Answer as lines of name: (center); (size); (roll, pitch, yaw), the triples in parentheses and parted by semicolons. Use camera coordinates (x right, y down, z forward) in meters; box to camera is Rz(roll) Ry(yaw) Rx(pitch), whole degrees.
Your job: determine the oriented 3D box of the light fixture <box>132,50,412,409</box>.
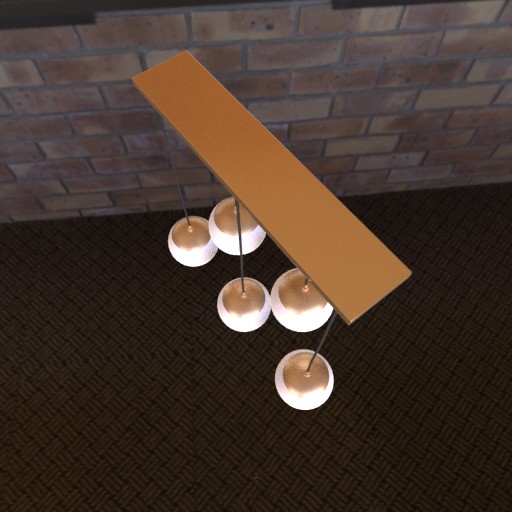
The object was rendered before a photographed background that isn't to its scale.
light fixture: (0.000, 0.000, 1.329); (0.299, 0.869, 0.863); (-35, 68, -16)
